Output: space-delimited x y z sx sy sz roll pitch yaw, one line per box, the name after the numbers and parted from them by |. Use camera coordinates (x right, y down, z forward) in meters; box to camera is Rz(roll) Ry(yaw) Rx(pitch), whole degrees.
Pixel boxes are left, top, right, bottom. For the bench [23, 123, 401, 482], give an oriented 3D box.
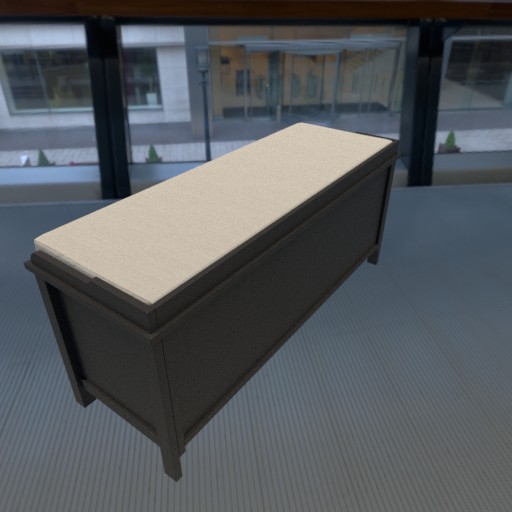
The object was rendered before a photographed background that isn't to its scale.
0.000 0.000 1.346 0.398 0.501 1.140 22 39 30 | bench
